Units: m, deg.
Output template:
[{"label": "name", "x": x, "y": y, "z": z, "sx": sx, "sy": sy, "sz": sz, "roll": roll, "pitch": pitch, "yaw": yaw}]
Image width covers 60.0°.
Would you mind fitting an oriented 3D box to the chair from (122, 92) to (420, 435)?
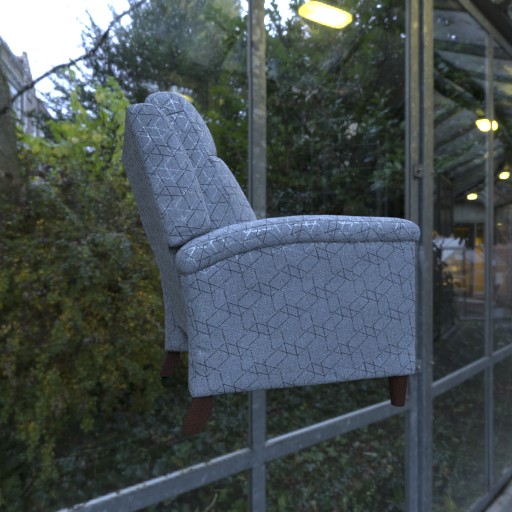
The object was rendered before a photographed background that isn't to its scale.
[{"label": "chair", "x": 0.000, "y": 0.000, "z": 1.720, "sx": 0.987, "sy": 1.048, "sz": 0.753, "roll": 0, "pitch": 0, "yaw": -18}]
